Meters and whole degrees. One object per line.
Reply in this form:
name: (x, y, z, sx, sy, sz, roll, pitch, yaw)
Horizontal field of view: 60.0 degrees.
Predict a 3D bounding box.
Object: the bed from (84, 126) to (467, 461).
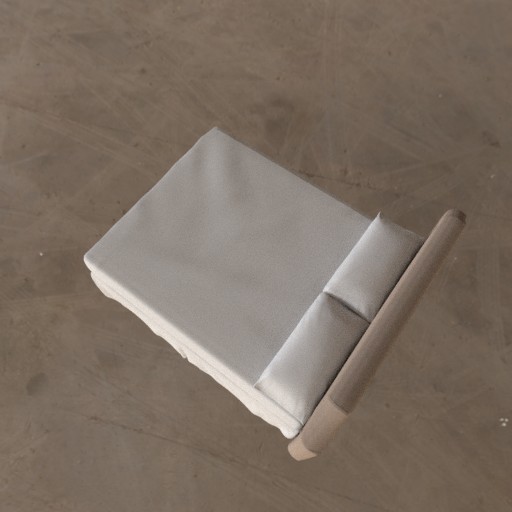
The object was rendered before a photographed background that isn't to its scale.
bed: (0.000, 0.000, 3.271, 2.164, 1.303, 1.828, 34, 69, 15)
